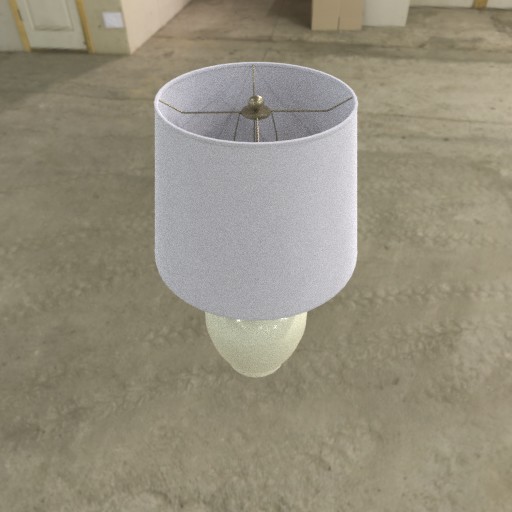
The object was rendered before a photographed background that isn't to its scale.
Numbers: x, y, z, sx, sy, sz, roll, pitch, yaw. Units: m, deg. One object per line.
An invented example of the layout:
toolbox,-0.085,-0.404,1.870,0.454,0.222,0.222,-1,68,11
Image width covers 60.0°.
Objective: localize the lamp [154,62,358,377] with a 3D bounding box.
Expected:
lamp,0.000,0.000,0.546,0.239,0.399,0.239,0,42,0
